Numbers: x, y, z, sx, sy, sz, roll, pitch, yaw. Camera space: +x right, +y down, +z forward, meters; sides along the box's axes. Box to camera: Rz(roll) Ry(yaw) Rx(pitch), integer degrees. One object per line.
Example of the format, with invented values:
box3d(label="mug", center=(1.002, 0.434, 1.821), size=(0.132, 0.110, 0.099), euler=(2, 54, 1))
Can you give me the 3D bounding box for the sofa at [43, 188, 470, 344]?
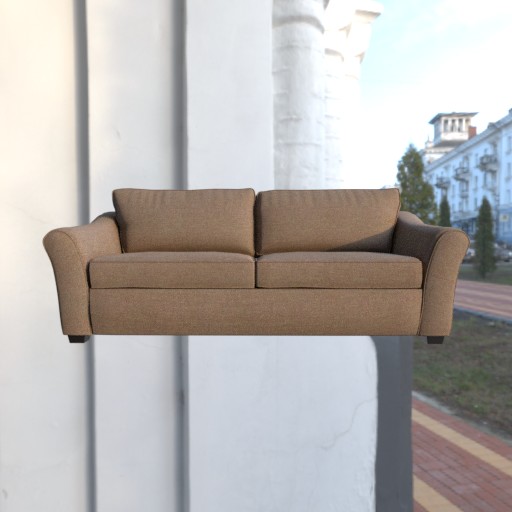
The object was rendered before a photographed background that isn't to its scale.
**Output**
box3d(label="sofa", center=(0.000, 0.000, 2.750), size=(2.270, 0.906, 0.986), euler=(0, 2, 1))
